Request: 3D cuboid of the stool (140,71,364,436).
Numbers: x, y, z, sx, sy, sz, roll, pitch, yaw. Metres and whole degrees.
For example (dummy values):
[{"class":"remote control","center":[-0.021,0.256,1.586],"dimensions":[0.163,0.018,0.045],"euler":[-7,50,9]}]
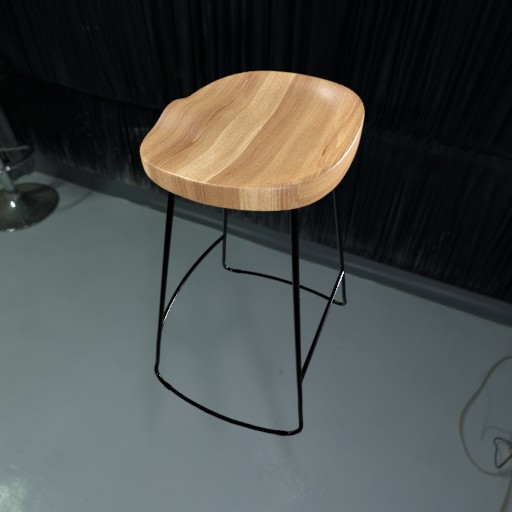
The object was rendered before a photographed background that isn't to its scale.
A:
[{"class":"stool","center":[0.000,0.000,0.989],"dimensions":[0.401,0.679,0.480],"euler":[17,48,16]}]
